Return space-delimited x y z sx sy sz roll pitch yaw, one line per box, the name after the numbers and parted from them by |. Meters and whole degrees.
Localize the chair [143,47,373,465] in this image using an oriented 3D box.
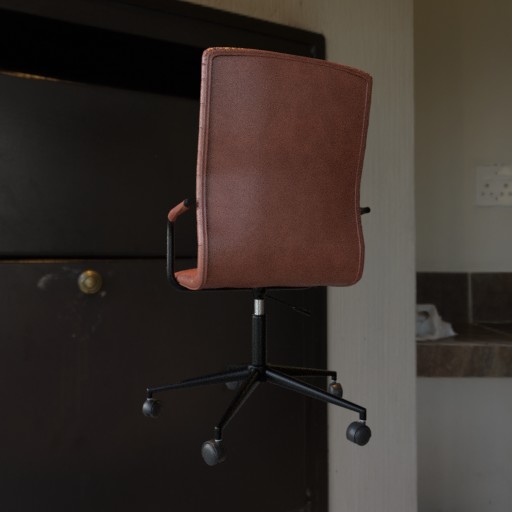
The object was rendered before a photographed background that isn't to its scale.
0.000 0.000 1.234 0.600 0.878 0.578 0 -1 -19 | chair
